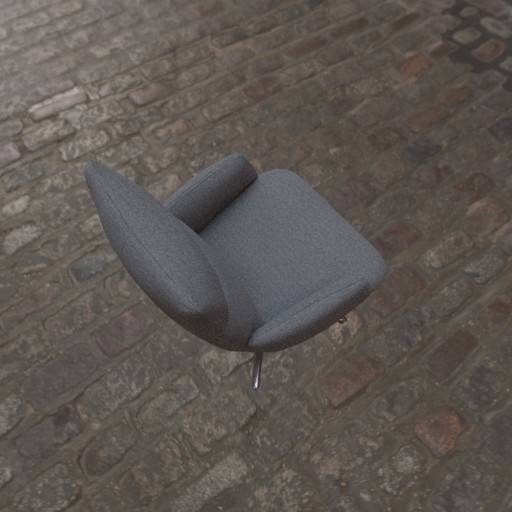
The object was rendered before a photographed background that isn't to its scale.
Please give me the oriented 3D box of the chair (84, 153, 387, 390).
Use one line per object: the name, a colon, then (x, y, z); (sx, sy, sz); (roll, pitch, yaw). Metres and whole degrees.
chair: (0.000, 0.000, 1.561); (0.831, 0.984, 0.702); (-33, 65, -18)
